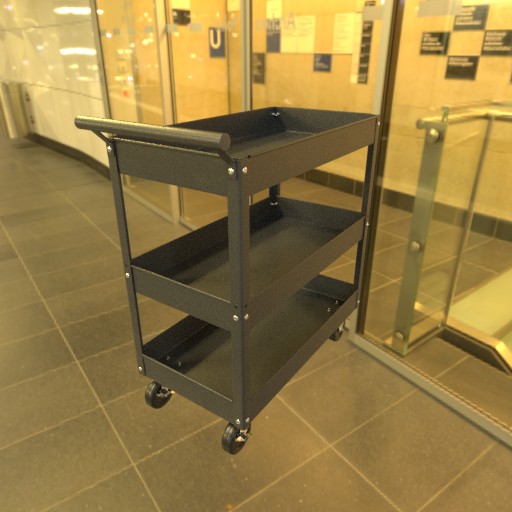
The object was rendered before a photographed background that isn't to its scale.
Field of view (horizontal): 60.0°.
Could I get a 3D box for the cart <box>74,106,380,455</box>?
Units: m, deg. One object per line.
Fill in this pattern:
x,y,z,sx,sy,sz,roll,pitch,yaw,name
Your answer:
0.000,0.000,1.198,0.366,0.780,0.719,16,30,31,cart
